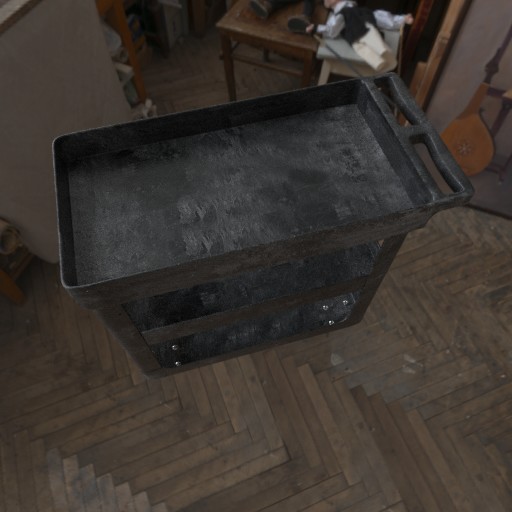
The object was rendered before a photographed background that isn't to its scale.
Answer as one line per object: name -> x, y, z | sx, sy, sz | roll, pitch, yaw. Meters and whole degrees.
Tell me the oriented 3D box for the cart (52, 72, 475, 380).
cart -> 0.000, 0.000, 1.346 | 0.877, 0.824, 0.420 | -14, 61, -8
